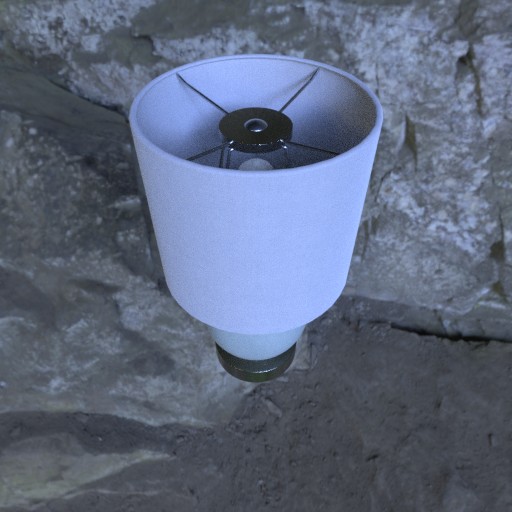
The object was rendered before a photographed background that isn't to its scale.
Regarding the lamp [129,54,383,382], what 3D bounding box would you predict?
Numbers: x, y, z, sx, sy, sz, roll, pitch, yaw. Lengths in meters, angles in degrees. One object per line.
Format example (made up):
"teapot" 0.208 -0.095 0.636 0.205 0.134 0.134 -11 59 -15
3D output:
"lamp" 0.000 0.000 0.481 0.201 0.353 0.201 9 46 9
